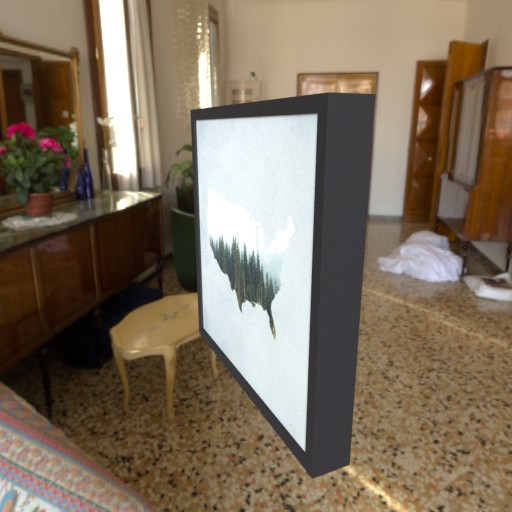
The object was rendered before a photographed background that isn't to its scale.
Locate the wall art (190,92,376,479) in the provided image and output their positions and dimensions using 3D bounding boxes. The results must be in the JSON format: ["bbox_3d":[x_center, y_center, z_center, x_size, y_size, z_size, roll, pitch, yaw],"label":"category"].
[{"bbox_3d":[0.000,0.000,0.469,0.038,0.304,0.304,-7,18,-24],"label":"wall art"}]
